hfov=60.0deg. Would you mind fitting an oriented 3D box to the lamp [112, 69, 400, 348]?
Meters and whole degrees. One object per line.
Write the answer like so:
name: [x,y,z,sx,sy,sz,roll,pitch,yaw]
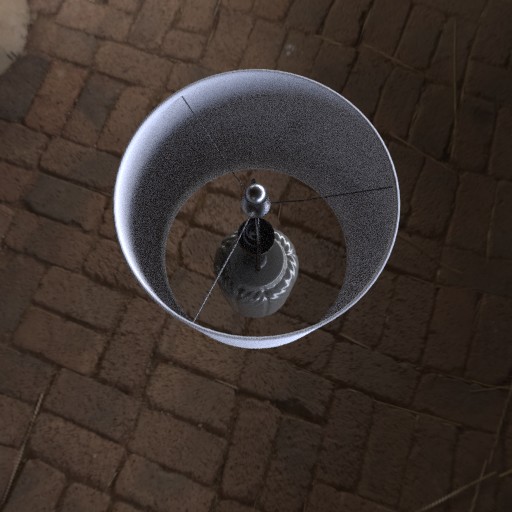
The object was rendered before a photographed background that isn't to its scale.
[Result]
lamp: [0.000,0.000,0.495,0.203,0.389,0.203,-4,77,-1]
